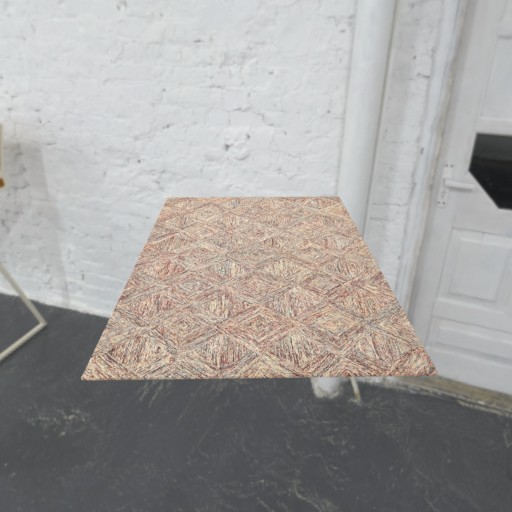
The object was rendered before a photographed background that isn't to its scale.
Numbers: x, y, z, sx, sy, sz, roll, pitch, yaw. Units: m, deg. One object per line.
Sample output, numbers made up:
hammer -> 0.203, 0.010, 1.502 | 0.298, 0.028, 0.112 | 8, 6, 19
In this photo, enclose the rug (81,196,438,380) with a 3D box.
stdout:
rug -> 0.000, 0.000, 2.905 | 1.523, 0.019, 2.285 | 0, 27, -1
